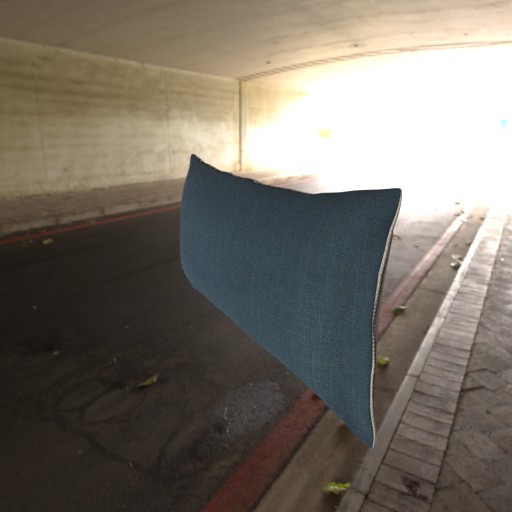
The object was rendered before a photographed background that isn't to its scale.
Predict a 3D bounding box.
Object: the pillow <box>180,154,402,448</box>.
[{"bbox_3d":[0.000,0.000,0.725,0.151,0.305,0.609,-8,17,-26],"label":"pillow"}]
